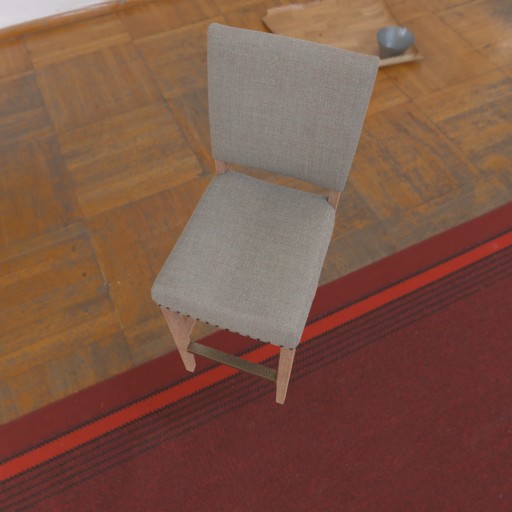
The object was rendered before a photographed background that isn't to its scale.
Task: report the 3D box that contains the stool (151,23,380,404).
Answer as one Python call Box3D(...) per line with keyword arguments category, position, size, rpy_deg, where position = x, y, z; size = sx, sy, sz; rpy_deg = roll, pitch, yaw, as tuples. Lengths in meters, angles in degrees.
Box3D(category="stool", position=(0.000, 0.000, 1.459), size=(0.445, 1.203, 0.585), rpy_deg=(17, 60, 10))
